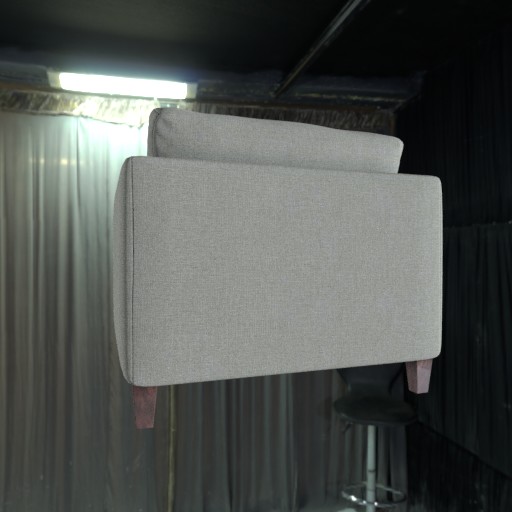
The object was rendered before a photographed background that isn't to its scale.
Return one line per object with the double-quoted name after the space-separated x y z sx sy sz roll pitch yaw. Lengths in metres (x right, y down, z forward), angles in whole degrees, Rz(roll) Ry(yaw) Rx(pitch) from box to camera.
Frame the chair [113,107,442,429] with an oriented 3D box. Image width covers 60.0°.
0.000 0.000 1.819 1.107 0.963 0.959 0 1 -19 "chair"
